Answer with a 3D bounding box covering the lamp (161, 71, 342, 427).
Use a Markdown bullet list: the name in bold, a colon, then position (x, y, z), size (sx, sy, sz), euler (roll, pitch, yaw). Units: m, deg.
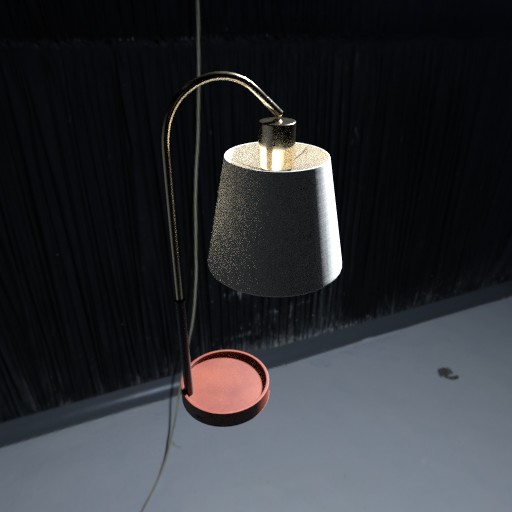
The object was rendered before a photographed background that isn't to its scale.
- **lamp**: position (0.000, 0.000, 0.687), size (0.273, 0.536, 0.211), euler (-11, 31, -18)
